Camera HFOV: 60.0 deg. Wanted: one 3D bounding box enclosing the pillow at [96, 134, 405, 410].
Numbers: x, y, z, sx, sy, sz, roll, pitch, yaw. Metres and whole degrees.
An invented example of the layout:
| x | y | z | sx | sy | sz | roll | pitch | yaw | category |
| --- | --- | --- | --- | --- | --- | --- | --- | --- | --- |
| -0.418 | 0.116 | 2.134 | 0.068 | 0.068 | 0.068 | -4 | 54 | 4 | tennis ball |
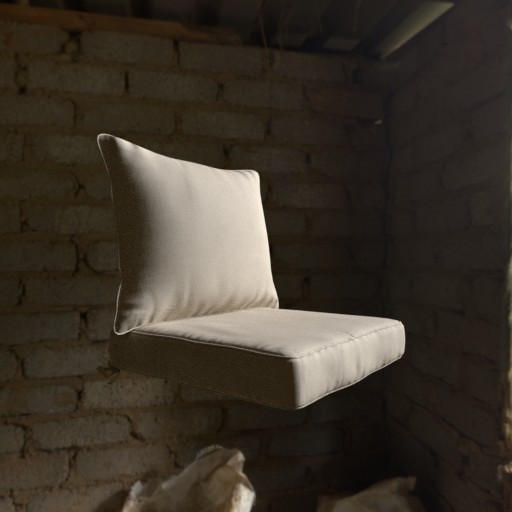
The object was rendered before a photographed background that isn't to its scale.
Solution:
| x | y | z | sx | sy | sz | roll | pitch | yaw | category |
| --- | --- | --- | --- | --- | --- | --- | --- | --- | --- |
| 0.000 | 0.000 | 1.402 | 0.733 | 0.716 | 0.798 | 0 | 0 | 38 | pillow |
